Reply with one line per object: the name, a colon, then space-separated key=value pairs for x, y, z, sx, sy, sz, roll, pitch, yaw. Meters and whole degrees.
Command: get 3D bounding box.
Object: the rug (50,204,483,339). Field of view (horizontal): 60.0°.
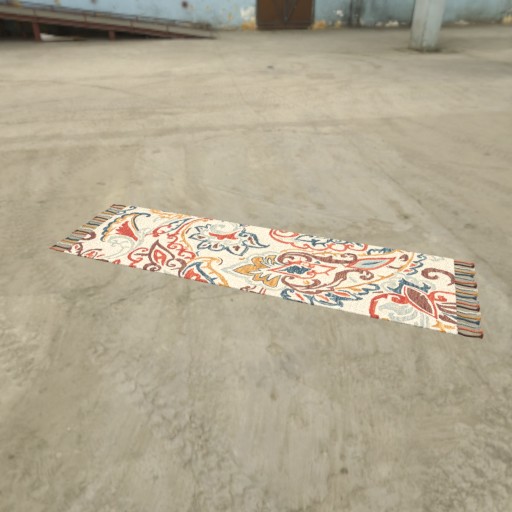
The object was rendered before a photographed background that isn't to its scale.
rug: x=0.000 y=0.000 z=2.899 sx=2.682 sy=0.015 sz=0.763 roll=10 pitch=33 yaw=16
